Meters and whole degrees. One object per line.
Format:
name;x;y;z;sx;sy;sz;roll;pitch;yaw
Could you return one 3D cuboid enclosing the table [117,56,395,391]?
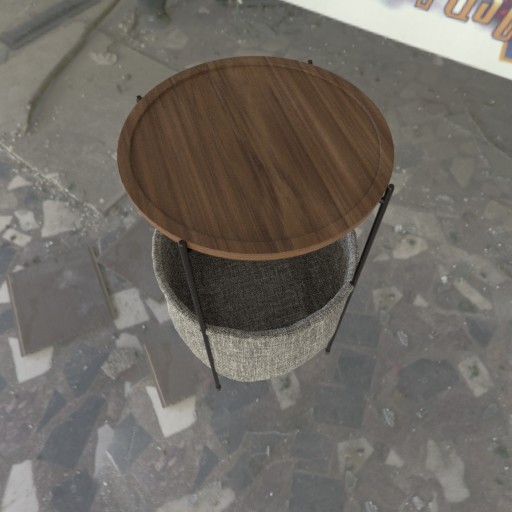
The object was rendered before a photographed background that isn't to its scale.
table;0.000;0.000;0.886;0.400;0.623;0.400;-16;59;-10
